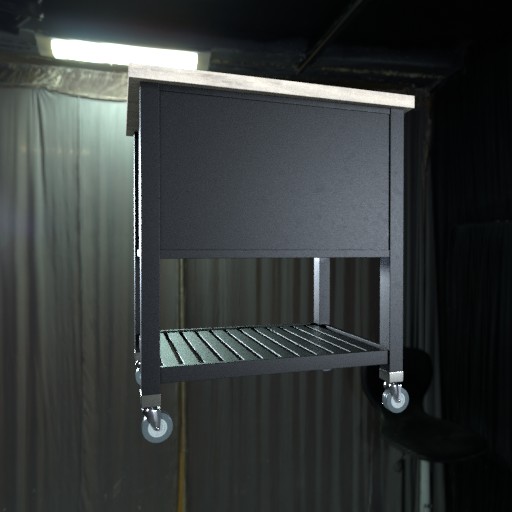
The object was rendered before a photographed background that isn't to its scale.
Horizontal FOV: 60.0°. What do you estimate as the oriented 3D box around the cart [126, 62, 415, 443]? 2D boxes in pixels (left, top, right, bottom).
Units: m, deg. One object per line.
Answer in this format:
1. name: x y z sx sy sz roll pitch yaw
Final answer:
1. cart: 0.000 0.000 1.431 0.797 0.920 0.567 0 1 -17
